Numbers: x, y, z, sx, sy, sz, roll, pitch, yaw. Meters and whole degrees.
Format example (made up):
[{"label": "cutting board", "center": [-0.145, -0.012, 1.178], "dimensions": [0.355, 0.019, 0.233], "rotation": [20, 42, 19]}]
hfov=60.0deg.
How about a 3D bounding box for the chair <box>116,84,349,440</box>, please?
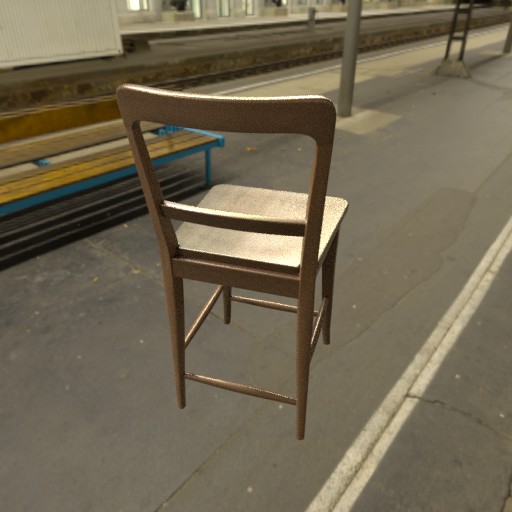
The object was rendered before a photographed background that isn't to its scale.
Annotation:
[{"label": "chair", "center": [0.000, 0.000, 1.270], "dimensions": [0.450, 0.991, 0.546], "rotation": [9, 32, 15]}]
